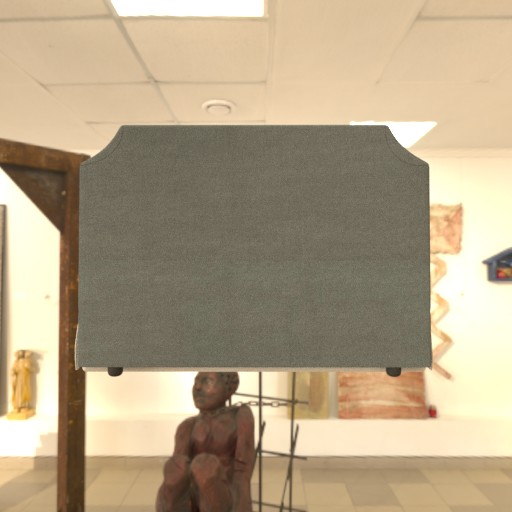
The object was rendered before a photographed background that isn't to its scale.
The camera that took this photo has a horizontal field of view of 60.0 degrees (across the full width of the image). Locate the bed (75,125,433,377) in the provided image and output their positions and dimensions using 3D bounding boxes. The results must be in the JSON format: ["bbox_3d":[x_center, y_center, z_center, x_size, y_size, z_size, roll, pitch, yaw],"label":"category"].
[{"bbox_3d":[0.000,0.000,3.504,1.977,1.306,2.464,0,-1,0],"label":"bed"}]
